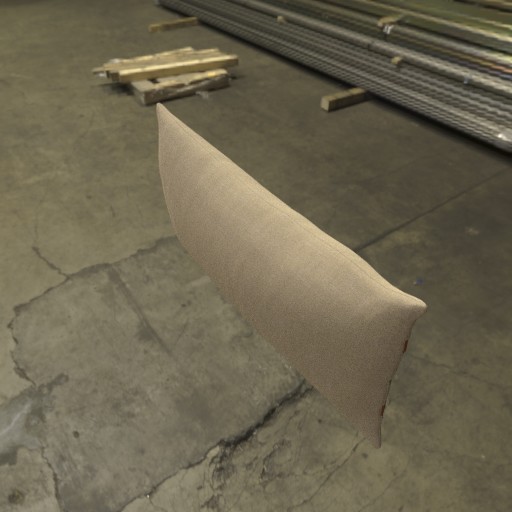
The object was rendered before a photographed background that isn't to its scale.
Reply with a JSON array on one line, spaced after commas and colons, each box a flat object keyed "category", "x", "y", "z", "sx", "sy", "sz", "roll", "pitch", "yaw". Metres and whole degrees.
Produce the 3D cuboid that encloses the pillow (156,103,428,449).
[{"category": "pillow", "x": 0.000, "y": 0.000, "z": 0.725, "sx": 0.148, "sy": 0.308, "sz": 0.612, "roll": -26, "pitch": 48, "yaw": -26}]
